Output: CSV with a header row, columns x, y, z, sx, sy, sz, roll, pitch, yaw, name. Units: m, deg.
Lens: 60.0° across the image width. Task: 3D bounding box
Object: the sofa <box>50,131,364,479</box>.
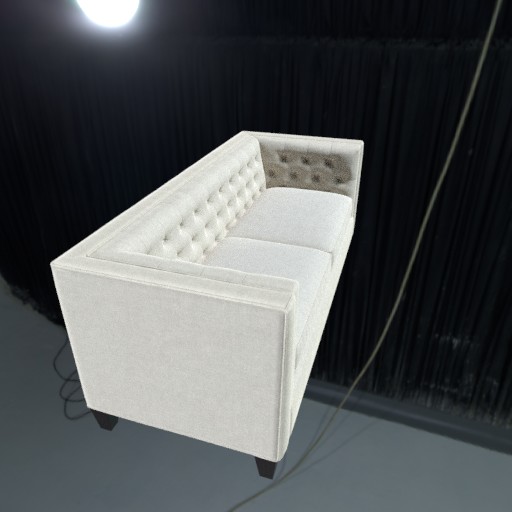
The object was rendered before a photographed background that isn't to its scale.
x,y,z,sx,sy,sz,roll,pitch,yaw,name
0.000,0.000,2.176,0.775,0.762,1.778,9,31,16,sofa
